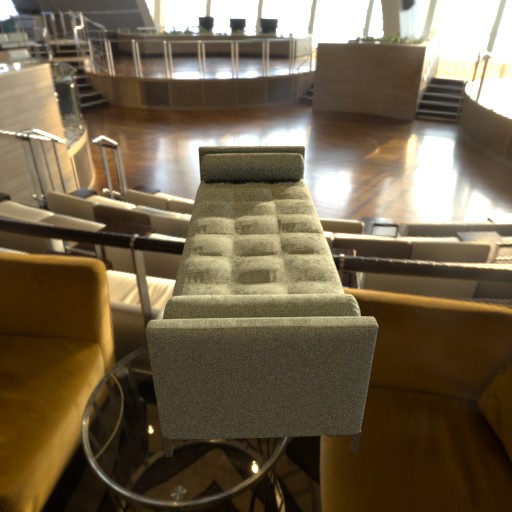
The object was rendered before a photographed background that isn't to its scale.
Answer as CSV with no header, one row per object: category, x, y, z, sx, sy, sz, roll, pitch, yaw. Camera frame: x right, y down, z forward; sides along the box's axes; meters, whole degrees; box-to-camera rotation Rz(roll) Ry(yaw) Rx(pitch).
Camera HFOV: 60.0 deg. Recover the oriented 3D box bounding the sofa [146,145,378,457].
sofa,0.000,0.000,2.504,0.797,0.657,2.102,-1,30,-1
